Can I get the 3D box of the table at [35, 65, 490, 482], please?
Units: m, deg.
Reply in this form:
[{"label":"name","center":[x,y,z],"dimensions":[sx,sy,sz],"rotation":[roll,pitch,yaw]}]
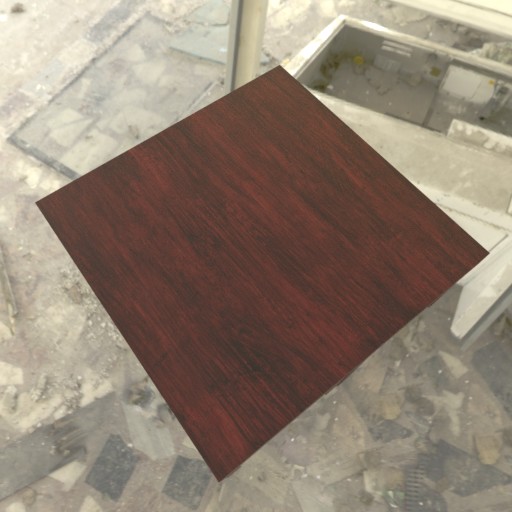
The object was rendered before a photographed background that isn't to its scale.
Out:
[{"label":"table","center":[0.000,0.000,1.342],"dimensions":[0.865,0.356,0.865],"rotation":[-35,69,-15]}]
